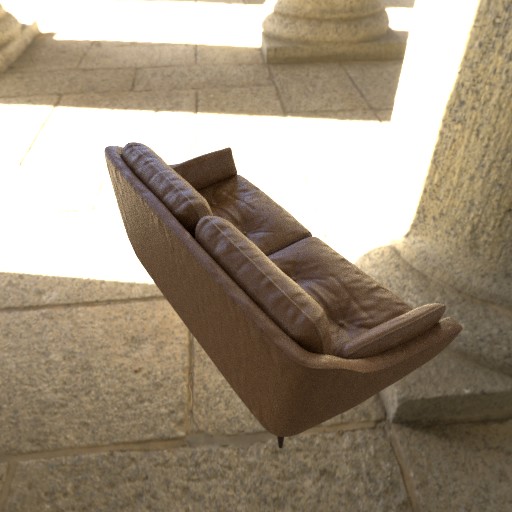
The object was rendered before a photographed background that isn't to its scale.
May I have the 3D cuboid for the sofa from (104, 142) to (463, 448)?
[{"bbox_3d":[0.000,0.000,2.342,0.904,0.839,1.902,-25,47,-25],"label":"sofa"}]
